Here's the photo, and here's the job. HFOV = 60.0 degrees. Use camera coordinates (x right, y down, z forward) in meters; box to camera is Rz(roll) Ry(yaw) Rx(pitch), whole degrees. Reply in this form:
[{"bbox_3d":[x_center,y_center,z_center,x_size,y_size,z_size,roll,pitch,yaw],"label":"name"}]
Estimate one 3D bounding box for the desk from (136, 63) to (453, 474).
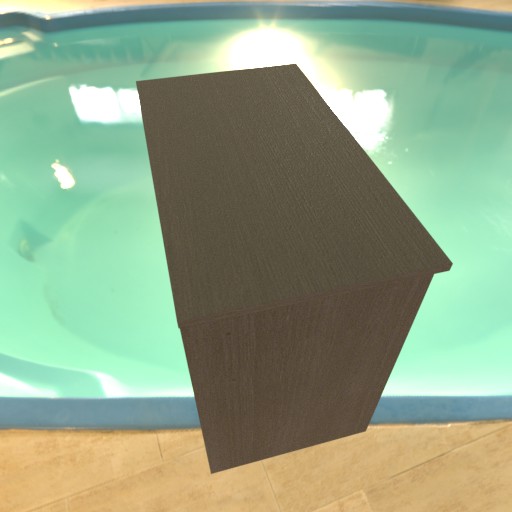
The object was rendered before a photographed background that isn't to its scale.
[{"bbox_3d":[0.000,0.000,1.313,0.498,0.724,0.893,-11,47,-10],"label":"desk"}]
